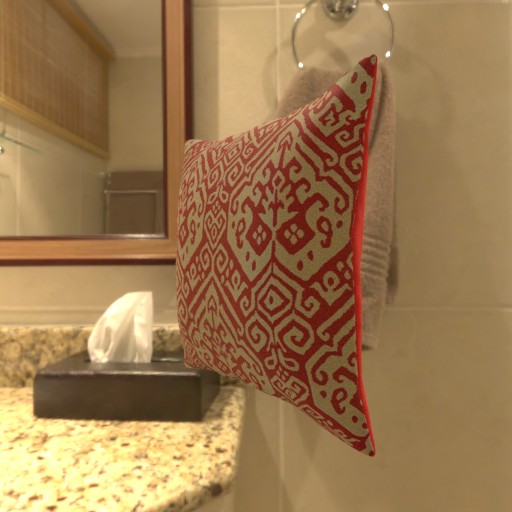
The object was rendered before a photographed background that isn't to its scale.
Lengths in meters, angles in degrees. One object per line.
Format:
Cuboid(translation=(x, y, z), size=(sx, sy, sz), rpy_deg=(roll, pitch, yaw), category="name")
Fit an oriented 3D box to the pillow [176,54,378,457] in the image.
Cuboid(translation=(0.000, 0.000, 0.767), size=(0.192, 0.507, 0.522), rpy_deg=(0, 1, -36), category="pillow")
